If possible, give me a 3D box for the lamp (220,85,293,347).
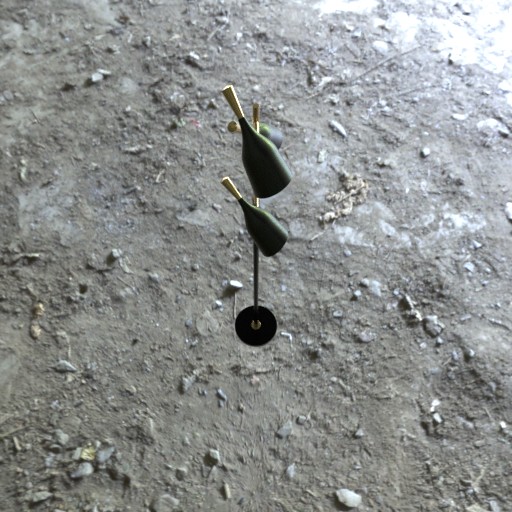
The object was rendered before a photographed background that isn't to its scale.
[{"bbox_3d":[0.000,0.000,1.864,0.253,1.778,0.434,-1,62,0],"label":"lamp"}]
